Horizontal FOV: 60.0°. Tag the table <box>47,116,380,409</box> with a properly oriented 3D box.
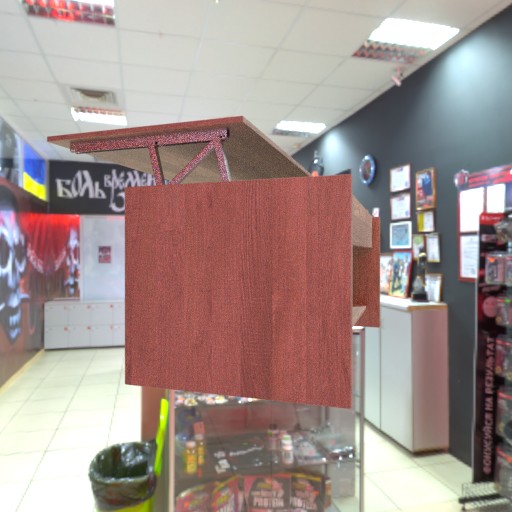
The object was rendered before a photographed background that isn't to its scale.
[{"bbox_3d":[0.000,0.000,1.413,0.712,0.570,1.000,0,0,19],"label":"table"}]
